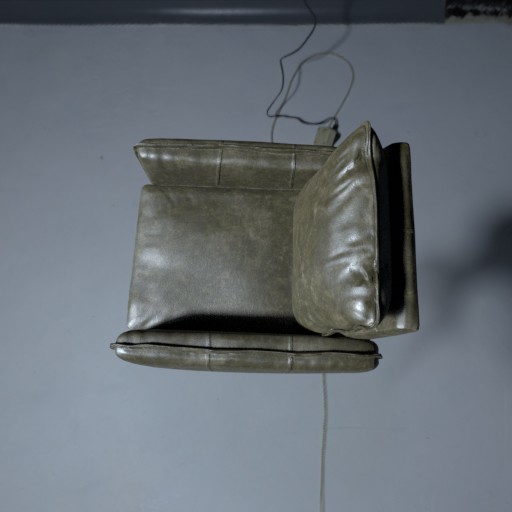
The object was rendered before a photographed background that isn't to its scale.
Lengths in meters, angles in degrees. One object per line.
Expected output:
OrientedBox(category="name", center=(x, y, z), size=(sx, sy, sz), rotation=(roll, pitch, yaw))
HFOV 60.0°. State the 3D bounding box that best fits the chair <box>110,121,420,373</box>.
OrientedBox(category="chair", center=(0.000, 0.000, 1.618), size=(0.921, 0.921, 0.830), rotation=(2, 76, 1))
